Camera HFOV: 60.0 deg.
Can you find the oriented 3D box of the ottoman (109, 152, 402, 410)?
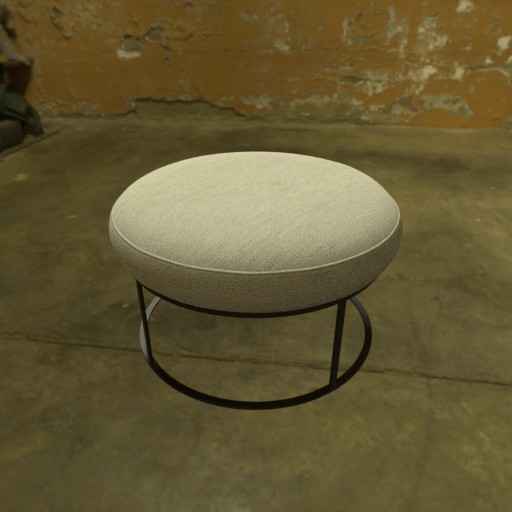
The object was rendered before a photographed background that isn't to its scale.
[{"bbox_3d":[0.000,0.000,1.271,0.769,0.459,0.769,0,30,0],"label":"ottoman"}]
